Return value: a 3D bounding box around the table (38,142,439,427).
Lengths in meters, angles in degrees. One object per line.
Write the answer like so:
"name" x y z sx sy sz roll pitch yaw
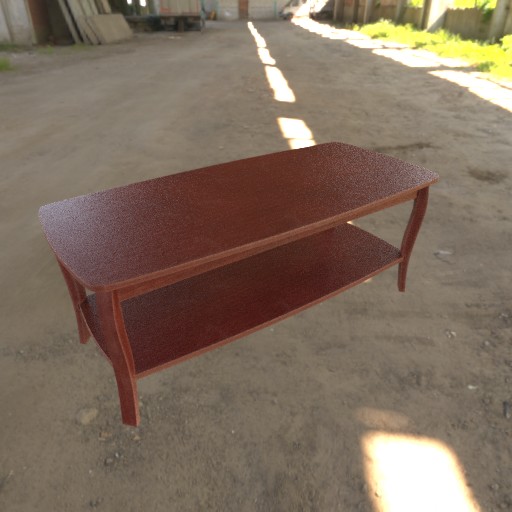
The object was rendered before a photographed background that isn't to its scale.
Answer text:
"table" 0.000 0.000 1.492 1.216 0.473 0.561 -19 35 -30
